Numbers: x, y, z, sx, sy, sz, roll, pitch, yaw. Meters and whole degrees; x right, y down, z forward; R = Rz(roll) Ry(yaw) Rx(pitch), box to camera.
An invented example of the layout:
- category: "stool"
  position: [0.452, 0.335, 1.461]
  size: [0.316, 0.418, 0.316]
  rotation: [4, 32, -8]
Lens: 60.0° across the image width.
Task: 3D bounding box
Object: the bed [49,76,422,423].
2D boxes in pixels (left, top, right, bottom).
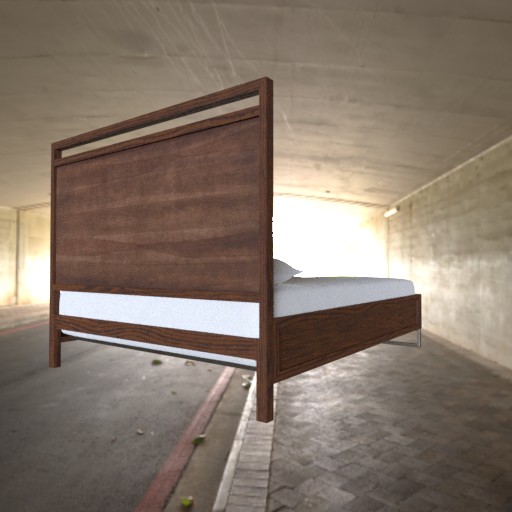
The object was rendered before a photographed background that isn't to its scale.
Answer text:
- category: "bed"
  position: [0.000, 0.000, 3.310]
  size: [1.765, 1.487, 2.218]
  rotation: [-1, -2, 37]
